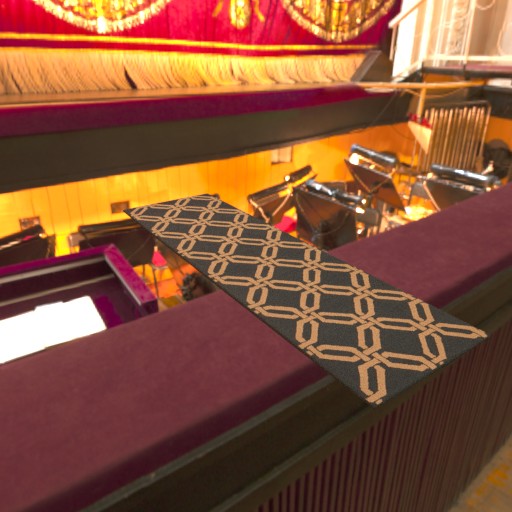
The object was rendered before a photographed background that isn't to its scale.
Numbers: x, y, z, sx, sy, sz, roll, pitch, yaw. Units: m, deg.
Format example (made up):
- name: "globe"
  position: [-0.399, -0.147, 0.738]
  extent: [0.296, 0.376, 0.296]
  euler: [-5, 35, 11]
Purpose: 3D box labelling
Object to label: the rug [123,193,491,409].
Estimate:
- name: "rug"
  position: [0.000, 0.000, 2.419]
  extent: [0.678, 0.014, 2.276]
  euler: [-17, 30, -31]
